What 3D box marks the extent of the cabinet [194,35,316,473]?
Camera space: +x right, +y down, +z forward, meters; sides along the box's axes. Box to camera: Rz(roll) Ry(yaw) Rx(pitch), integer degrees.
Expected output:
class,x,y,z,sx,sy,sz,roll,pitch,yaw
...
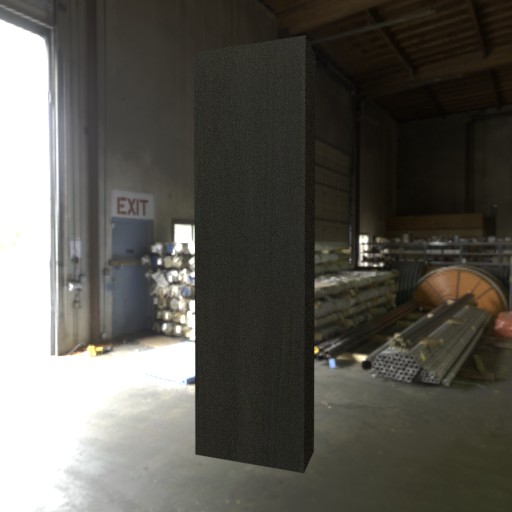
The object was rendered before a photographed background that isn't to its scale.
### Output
class,x,y,z,sx,sy,sz,roll,pitch,yaw
cabinet,0.000,0.000,2.001,0.500,1.790,0.230,1,2,19
